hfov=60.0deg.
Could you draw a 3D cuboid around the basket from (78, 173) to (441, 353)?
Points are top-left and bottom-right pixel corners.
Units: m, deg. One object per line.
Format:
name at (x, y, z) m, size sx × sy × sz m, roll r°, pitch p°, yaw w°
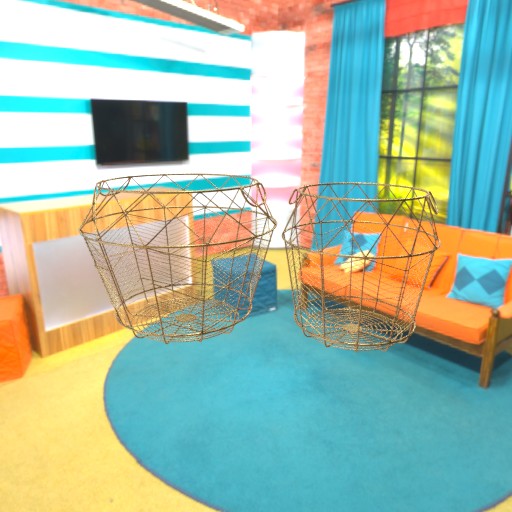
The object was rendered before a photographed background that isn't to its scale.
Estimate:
basket at (0.000, 0.000, 1.037) m, size 0.805 × 0.343 × 0.451 m, roll 2°, pitch 16°, yaw 8°
